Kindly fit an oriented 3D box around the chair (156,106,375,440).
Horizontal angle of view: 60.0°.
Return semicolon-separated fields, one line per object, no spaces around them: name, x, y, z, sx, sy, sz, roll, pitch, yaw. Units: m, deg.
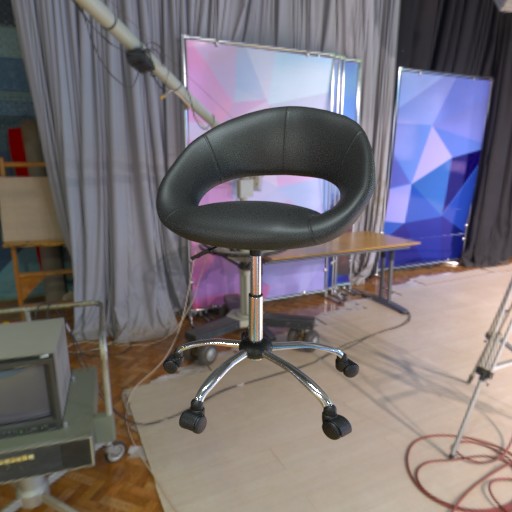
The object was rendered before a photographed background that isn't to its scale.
chair;0.000;0.000;1.190;0.612;0.791;0.538;7;16;25
